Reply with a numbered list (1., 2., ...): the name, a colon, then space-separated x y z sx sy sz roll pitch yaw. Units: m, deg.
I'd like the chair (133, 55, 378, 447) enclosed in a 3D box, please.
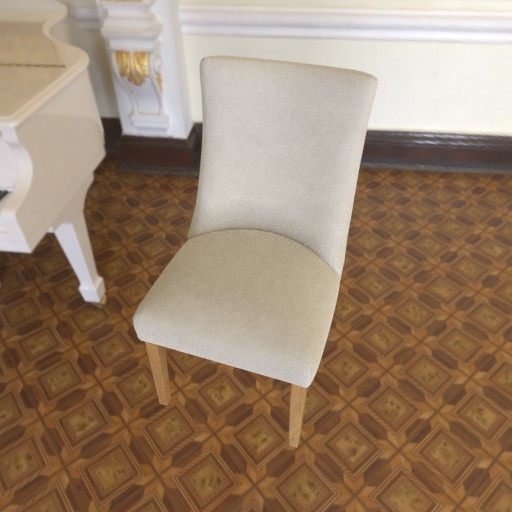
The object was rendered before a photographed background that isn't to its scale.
1. chair: 0.000 0.000 1.263 0.495 0.902 0.610 13 43 14
